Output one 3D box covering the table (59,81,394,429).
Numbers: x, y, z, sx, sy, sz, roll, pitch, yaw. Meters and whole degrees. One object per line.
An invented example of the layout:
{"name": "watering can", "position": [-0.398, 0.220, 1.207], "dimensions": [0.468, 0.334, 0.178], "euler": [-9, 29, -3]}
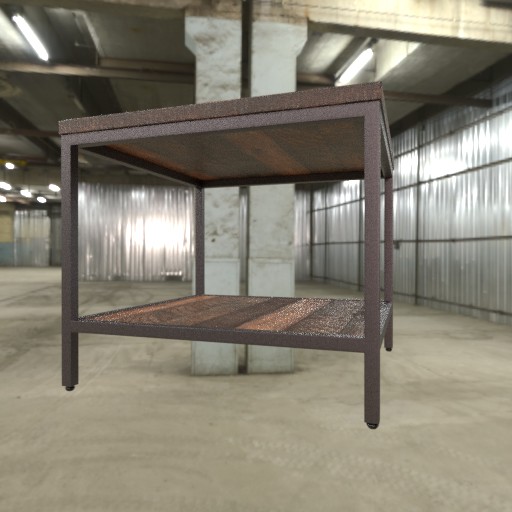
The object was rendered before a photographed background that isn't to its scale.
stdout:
{"name": "table", "position": [0.000, 0.000, 0.956], "dimensions": [0.553, 0.482, 0.548], "euler": [0, 0, 19]}
